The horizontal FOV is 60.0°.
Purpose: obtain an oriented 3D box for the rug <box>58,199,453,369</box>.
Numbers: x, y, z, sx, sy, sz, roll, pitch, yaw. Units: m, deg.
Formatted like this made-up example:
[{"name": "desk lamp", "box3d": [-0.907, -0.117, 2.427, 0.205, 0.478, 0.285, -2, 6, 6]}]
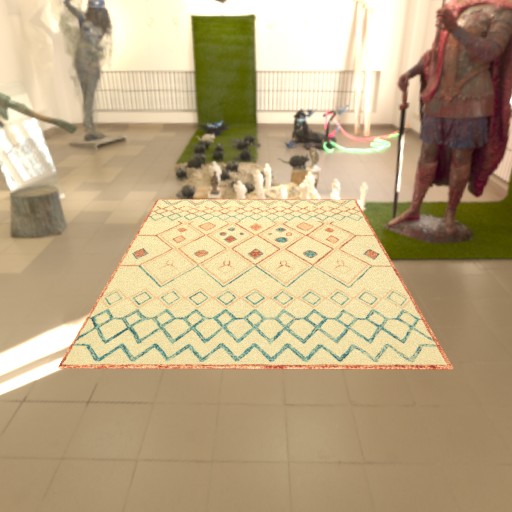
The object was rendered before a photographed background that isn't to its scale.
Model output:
[{"name": "rug", "box3d": [0.000, 0.000, 4.085, 2.441, 0.016, 3.050, 0, 27, 0]}]
